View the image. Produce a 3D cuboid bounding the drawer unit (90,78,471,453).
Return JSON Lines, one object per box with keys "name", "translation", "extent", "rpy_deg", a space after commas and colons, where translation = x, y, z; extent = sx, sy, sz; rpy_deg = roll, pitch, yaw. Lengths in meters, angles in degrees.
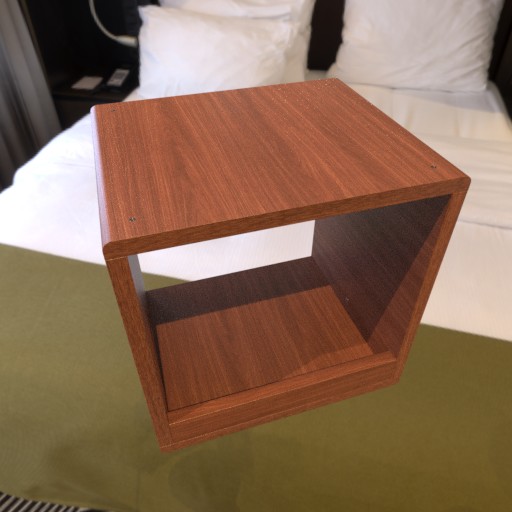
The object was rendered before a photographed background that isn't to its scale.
{"name": "drawer unit", "translation": [0.000, 0.000, 0.607], "extent": [0.349, 0.351, 0.290], "rpy_deg": [-12, 42, -13]}
